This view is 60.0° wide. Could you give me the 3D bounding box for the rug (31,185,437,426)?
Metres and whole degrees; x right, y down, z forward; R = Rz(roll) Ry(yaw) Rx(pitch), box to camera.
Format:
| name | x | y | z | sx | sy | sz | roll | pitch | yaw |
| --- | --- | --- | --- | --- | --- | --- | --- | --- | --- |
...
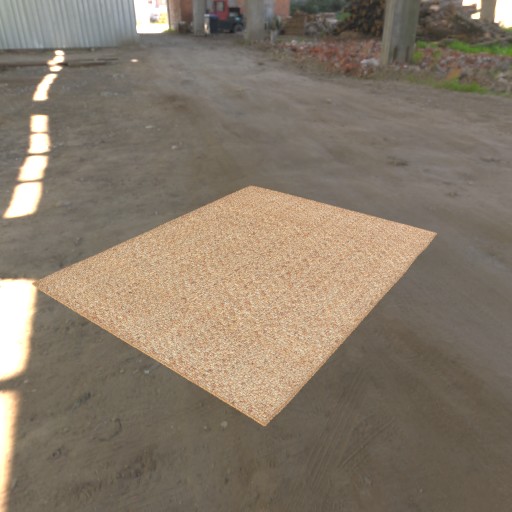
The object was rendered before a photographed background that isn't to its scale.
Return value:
| name | x | y | z | sx | sy | sz | roll | pitch | yaw |
| --- | --- | --- | --- | --- | --- | --- | --- | --- | --- |
| rug | 0.000 | 0.000 | 4.120 | 2.439 | 0.013 | 3.048 | 20 | 34 | 32 |
